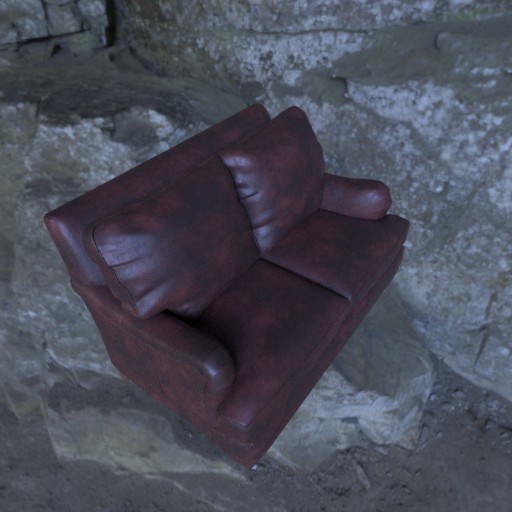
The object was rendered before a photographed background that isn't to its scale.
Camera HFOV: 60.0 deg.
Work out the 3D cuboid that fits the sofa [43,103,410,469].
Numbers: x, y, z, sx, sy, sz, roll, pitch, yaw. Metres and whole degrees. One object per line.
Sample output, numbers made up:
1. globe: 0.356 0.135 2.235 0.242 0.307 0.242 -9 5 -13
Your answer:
1. sofa: 0.000 0.000 2.346 1.148 1.070 1.628 26 47 27
